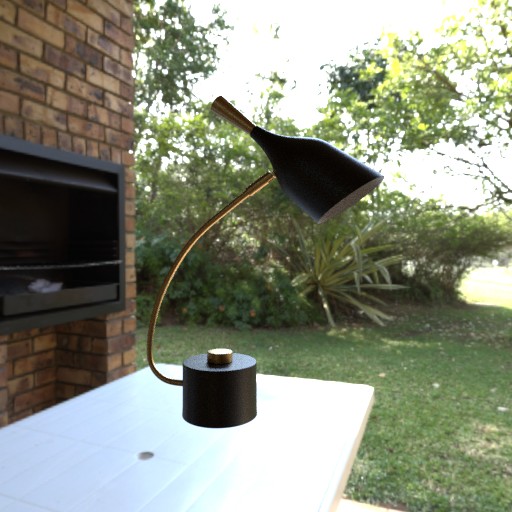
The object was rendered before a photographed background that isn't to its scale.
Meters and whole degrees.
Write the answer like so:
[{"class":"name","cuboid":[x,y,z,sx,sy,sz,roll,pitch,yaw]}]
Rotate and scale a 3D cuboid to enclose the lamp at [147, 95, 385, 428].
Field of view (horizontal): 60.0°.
[{"class":"lamp","cuboid":[0.000,0.000,0.632,0.352,0.464,0.110,0,1,17]}]
